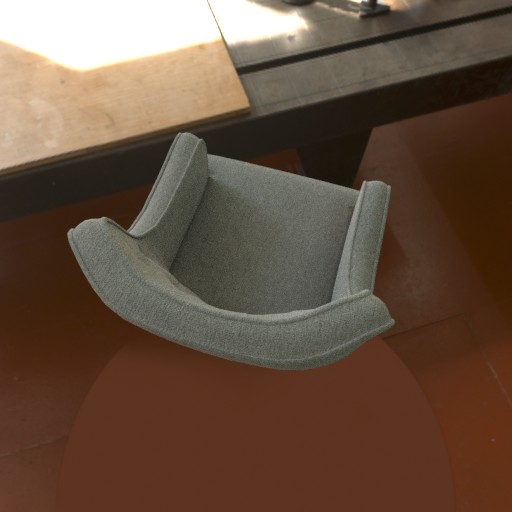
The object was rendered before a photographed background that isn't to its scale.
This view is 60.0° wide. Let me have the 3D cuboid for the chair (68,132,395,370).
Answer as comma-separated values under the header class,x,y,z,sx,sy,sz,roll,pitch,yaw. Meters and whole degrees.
class,x,y,z,sx,sy,sz,roll,pitch,yaw
chair,0.000,0.000,1.542,0.820,0.920,0.910,15,65,7
